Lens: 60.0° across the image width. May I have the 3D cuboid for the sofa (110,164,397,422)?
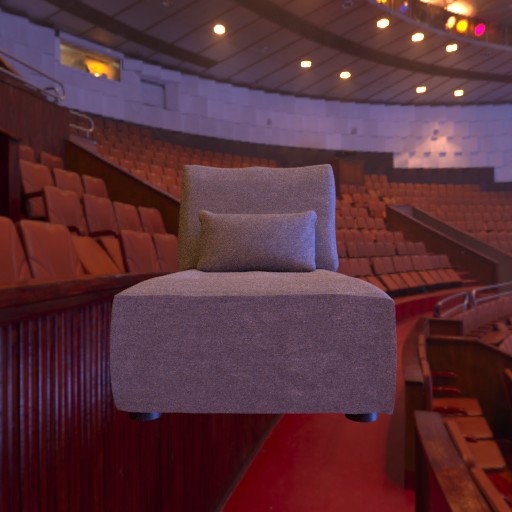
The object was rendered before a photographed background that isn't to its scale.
[{"bbox_3d":[0.000,0.000,1.575,0.700,0.820,1.000,0,0,1],"label":"sofa"}]
